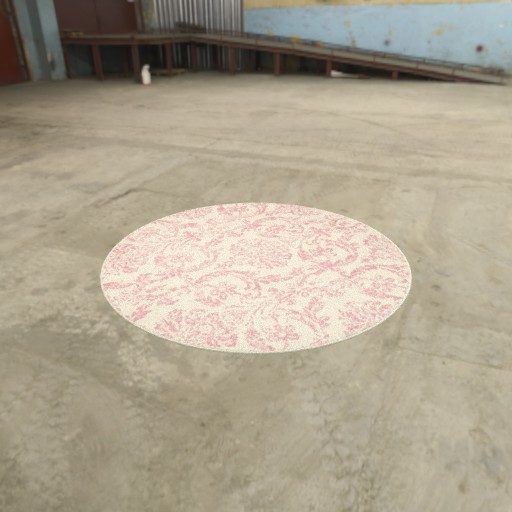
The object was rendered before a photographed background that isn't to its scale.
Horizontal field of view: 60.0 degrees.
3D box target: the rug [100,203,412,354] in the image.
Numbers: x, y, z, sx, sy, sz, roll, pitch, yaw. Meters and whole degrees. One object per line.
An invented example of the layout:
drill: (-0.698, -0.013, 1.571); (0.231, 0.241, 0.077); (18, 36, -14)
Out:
rug: (0.000, 0.000, 2.373); (1.593, 0.012, 1.593); (0, 28, 0)
